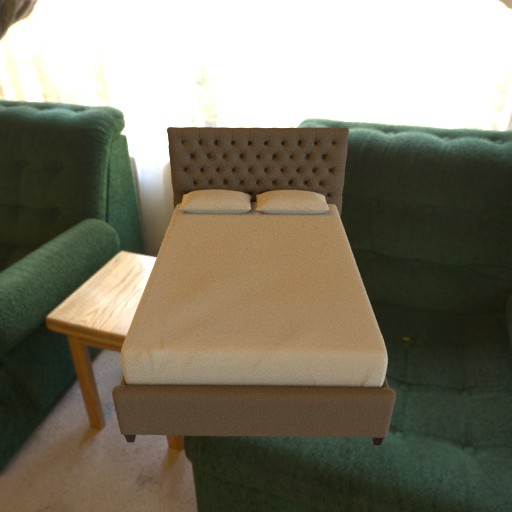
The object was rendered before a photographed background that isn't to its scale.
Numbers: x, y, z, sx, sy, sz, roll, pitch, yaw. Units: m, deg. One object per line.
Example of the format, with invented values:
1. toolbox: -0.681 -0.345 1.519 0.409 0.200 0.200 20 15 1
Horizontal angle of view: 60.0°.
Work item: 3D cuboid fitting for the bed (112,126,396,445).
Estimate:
1. bed: 0.000 0.000 3.478 1.698 1.427 2.387 0 31 1
